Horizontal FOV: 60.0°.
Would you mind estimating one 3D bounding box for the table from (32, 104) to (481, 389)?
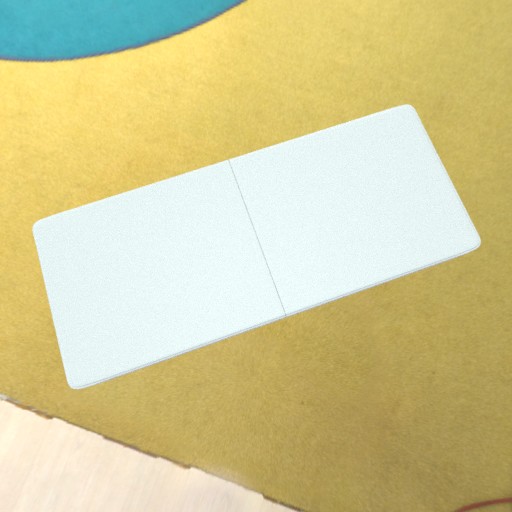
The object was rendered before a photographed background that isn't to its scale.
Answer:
[{"bbox_3d":[0.000,0.000,2.270,1.829,0.719,0.761,-19,75,-5],"label":"table"}]
